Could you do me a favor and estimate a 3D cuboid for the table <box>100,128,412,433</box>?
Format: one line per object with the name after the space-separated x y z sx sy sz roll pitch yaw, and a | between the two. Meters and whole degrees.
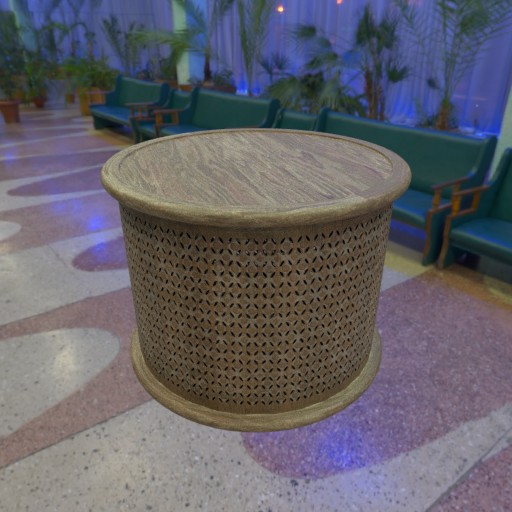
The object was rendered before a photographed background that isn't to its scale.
0.000 0.000 1.004 0.607 0.450 0.607 0 27 0 | table
